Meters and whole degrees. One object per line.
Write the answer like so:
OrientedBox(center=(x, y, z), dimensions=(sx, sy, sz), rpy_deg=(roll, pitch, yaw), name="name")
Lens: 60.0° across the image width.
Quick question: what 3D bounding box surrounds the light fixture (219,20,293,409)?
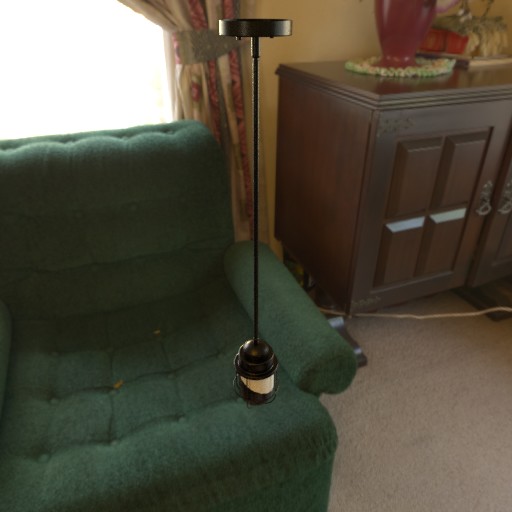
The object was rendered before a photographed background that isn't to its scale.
OrientedBox(center=(0.000, 0.000, 0.978), dimensions=(0.123, 0.920, 0.123), rpy_deg=(-22, 37, -33), name="light fixture")
